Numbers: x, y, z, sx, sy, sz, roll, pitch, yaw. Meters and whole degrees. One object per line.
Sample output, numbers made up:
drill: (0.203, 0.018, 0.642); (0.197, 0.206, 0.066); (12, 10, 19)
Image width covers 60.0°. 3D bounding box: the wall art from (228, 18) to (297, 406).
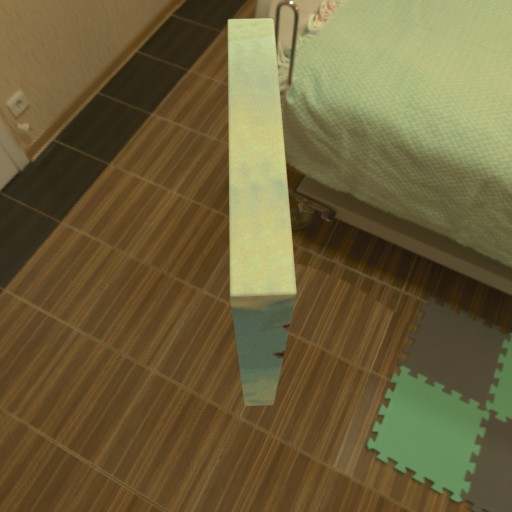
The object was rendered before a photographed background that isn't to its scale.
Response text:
wall art: (0.000, 0.000, 0.481); (0.039, 0.380, 0.251); (-2, 62, -1)
